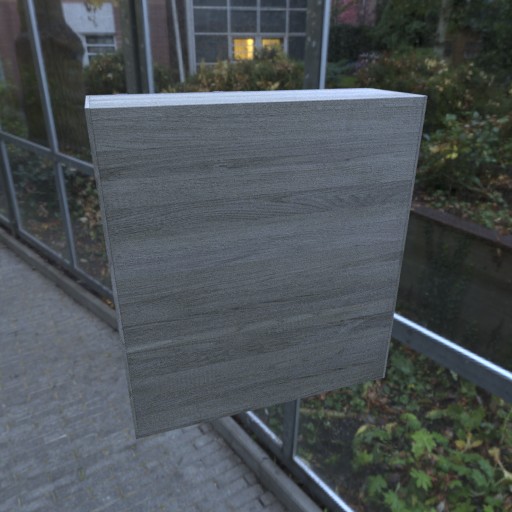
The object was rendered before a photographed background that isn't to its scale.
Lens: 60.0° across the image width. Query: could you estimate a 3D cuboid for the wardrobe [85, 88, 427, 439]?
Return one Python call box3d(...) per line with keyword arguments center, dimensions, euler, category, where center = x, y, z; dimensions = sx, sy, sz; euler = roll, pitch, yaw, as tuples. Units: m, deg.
box3d(center=(0.000, 0.000, 2.856), dimensions=(1.780, 1.960, 0.629), euler=(-8, 26, -17), category="wardrobe")
